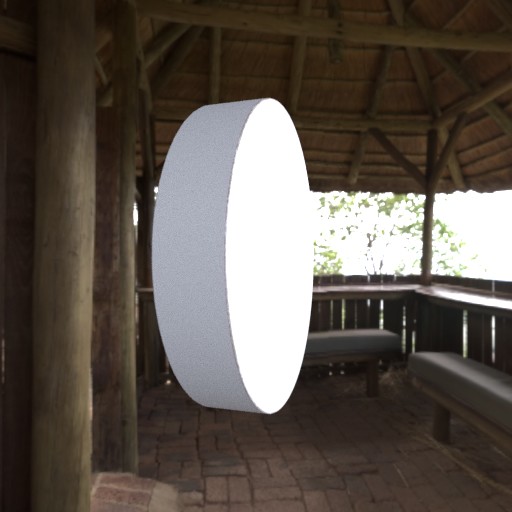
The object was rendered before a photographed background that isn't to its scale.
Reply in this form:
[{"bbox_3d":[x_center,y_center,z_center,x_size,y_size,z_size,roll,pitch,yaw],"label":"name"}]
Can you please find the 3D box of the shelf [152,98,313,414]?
[{"bbox_3d":[0.000,0.000,1.218,0.158,0.807,0.806,0,0,19],"label":"shelf"}]
